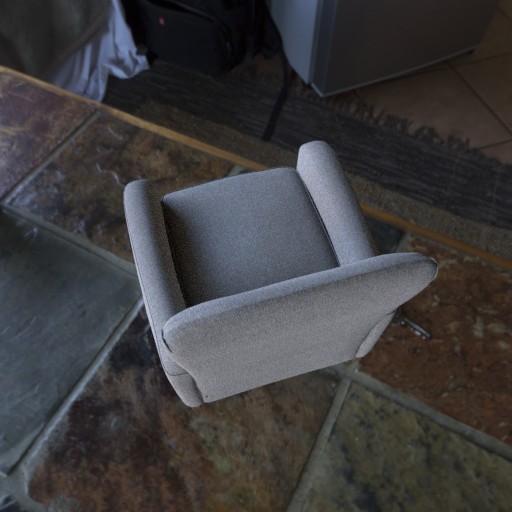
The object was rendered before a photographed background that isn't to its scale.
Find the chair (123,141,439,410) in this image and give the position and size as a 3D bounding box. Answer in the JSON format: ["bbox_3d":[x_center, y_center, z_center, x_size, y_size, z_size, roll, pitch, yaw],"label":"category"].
[{"bbox_3d":[0.000,0.000,1.612,0.848,1.014,0.864,-14,60,-8],"label":"chair"}]
